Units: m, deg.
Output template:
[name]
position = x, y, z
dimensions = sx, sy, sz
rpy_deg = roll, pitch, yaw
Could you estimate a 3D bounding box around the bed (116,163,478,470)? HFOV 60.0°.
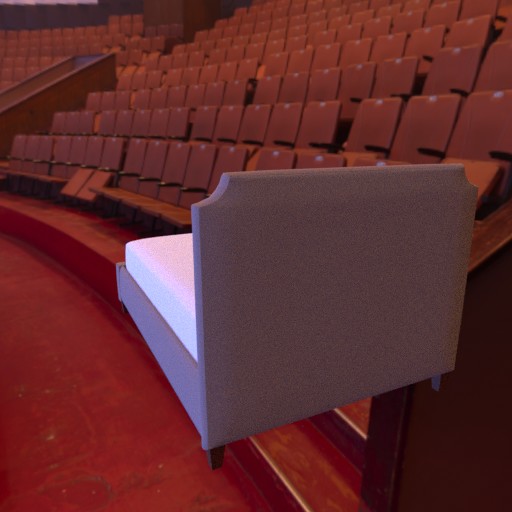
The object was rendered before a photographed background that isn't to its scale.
[bed]
position = 0.000, 0.000, 3.313
dimensions = 1.713, 1.443, 2.372
rpy_deg = -7, 17, -26
